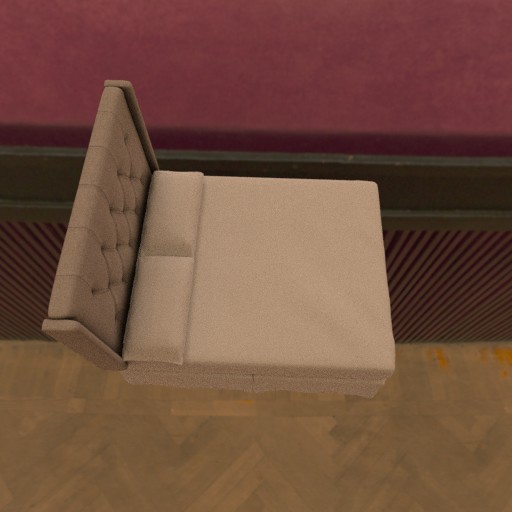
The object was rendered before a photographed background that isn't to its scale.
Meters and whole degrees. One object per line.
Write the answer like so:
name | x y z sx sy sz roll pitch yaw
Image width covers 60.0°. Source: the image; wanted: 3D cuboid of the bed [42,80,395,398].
bed | 0.000 0.000 3.256 2.066 1.665 1.719 2 64 1
